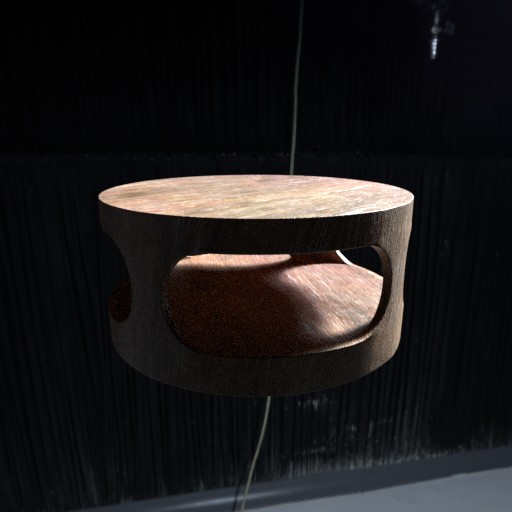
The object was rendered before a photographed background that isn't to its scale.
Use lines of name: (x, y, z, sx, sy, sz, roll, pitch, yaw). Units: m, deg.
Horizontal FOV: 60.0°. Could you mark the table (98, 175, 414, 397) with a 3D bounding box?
table: (0.000, 0.000, 1.508, 0.974, 0.450, 0.974, 0, 16, 0)
